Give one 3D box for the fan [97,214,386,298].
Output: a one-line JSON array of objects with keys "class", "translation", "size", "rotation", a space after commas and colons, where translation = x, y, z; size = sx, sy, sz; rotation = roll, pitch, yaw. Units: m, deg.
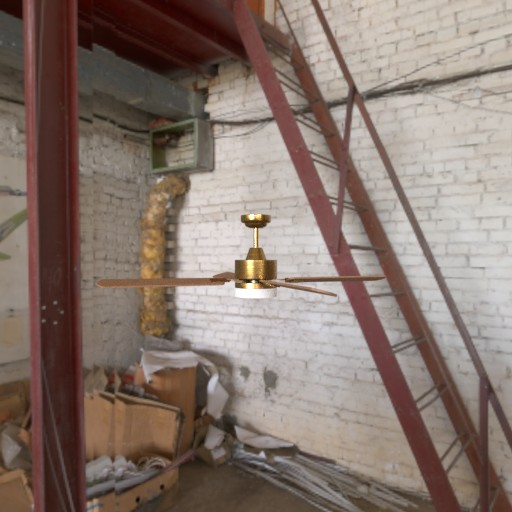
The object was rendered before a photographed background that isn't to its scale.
[{"class": "fan", "translation": [0.000, 0.000, 1.950], "size": [1.320, 0.355, 1.320], "rotation": [0, 0, -19]}]
